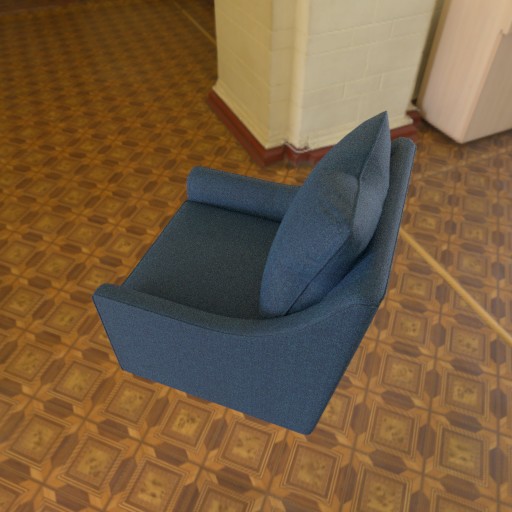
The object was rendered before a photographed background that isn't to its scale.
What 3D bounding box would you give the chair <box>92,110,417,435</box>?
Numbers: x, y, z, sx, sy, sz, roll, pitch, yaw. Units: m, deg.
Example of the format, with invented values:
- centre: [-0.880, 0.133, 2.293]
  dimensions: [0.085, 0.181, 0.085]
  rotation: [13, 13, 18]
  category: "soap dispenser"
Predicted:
- centre: [0.000, 0.000, 1.576]
  dimensions: [0.870, 0.939, 0.750]
  rotation: [15, 48, 14]
  category: "chair"
